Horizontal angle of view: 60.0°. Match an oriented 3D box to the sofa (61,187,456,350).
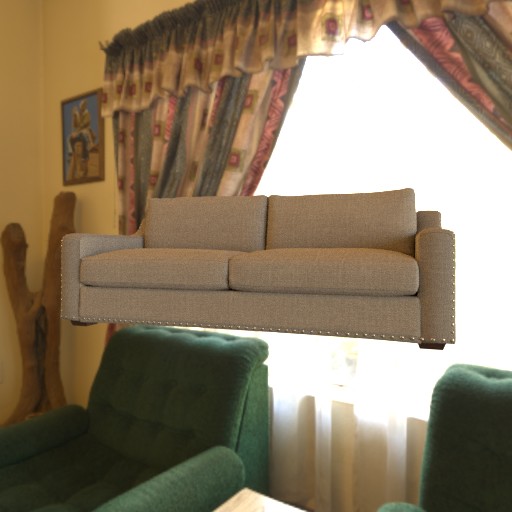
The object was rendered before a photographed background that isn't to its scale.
[{"bbox_3d":[0.000,0.000,2.774,2.208,0.857,1.000,0,1,19],"label":"sofa"}]
